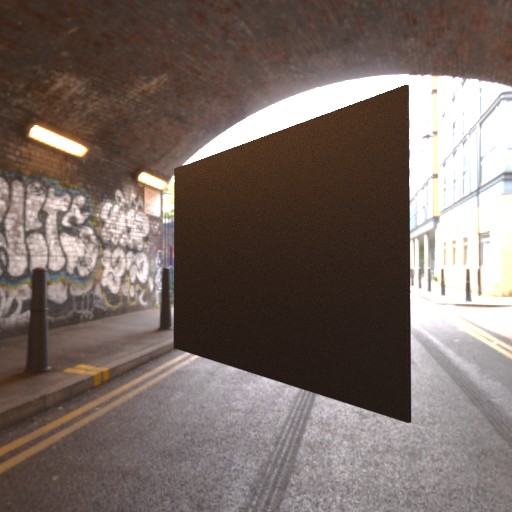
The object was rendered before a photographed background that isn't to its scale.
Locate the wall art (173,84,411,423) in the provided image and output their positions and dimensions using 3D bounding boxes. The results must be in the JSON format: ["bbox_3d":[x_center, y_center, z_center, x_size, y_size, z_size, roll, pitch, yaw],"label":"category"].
[{"bbox_3d":[0.000,0.000,1.529,0.013,0.811,1.192,1,-1,-38],"label":"wall art"}]
